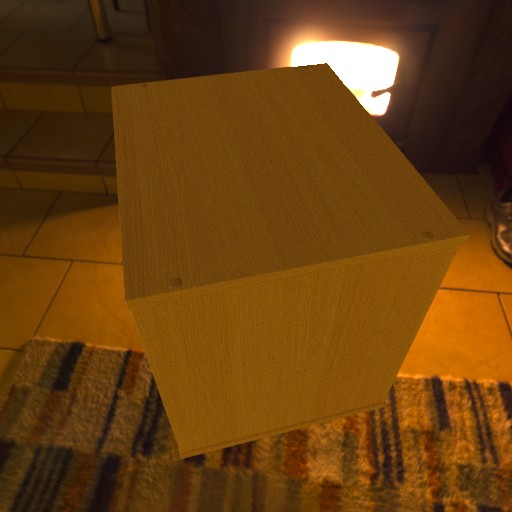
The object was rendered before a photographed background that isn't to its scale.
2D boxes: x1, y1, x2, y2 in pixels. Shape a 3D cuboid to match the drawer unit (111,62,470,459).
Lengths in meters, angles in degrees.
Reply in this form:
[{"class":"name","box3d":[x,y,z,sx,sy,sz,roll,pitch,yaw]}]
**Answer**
[{"class":"drawer unit","box3d":[0.000,0.000,0.596,0.290,0.344,0.349,-10,48,-10]}]
